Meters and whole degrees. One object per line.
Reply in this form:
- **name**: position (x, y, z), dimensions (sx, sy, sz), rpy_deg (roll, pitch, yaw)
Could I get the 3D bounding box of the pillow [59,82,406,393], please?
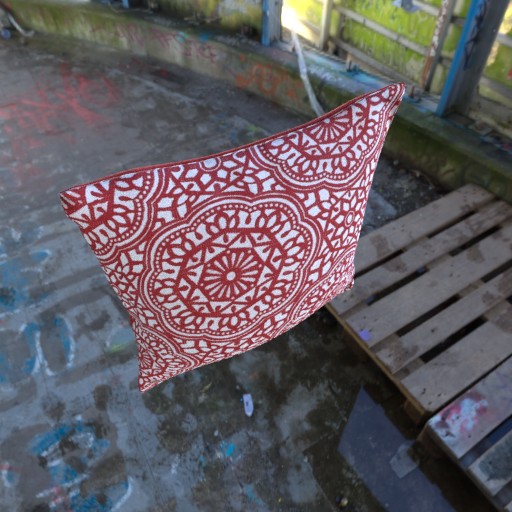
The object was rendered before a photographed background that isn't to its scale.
- **pillow**: position (0.000, 0.000, 0.644), dimensions (0.438, 0.419, 0.162), rpy_deg (-23, 52, -20)
